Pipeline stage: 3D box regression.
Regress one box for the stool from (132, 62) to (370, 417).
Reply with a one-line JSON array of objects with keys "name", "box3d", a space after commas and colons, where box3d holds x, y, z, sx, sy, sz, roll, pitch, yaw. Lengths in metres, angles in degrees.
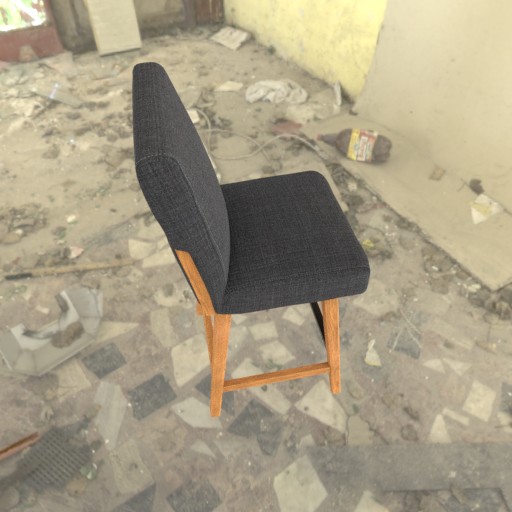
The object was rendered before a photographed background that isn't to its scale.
[{"name": "stool", "box3d": [0.000, 0.000, 1.300, 0.526, 1.010, 0.459, -8, 47, -8]}]
